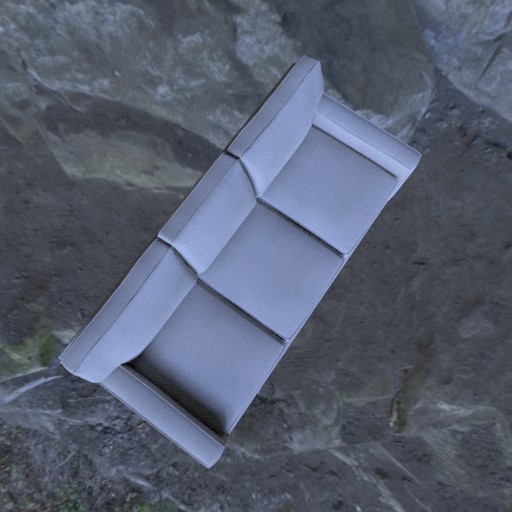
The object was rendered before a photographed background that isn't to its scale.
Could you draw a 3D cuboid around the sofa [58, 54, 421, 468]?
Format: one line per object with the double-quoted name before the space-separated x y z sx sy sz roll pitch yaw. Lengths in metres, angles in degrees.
"sofa" 0.000 0.000 2.562 0.935 0.862 2.088 35 78 8
